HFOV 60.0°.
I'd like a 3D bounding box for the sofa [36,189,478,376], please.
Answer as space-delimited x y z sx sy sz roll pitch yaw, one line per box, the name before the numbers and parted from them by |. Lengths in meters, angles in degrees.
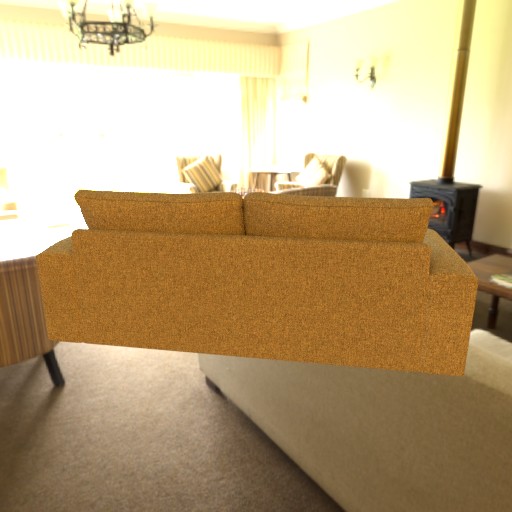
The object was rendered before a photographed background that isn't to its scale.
sofa | 0.000 0.000 2.777 2.299 0.922 1.040 3 17 9
